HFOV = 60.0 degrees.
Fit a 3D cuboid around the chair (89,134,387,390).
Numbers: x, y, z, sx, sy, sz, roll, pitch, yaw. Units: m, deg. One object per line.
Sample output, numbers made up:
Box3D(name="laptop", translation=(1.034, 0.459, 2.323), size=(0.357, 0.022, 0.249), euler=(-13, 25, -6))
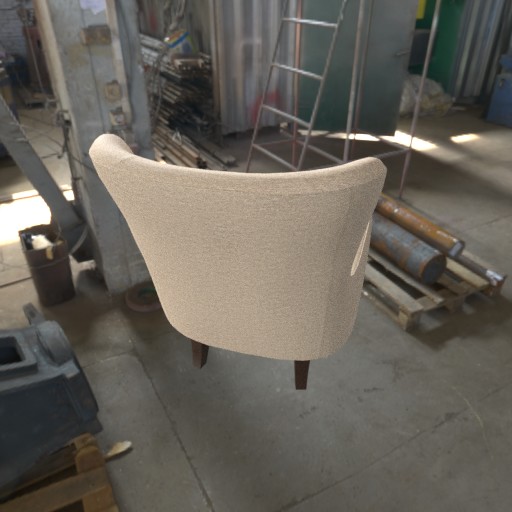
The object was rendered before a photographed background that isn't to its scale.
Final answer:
Box3D(name="chair", translation=(0.000, 0.000, 1.731), size=(0.861, 1.064, 0.984), euler=(8, 33, 13))
